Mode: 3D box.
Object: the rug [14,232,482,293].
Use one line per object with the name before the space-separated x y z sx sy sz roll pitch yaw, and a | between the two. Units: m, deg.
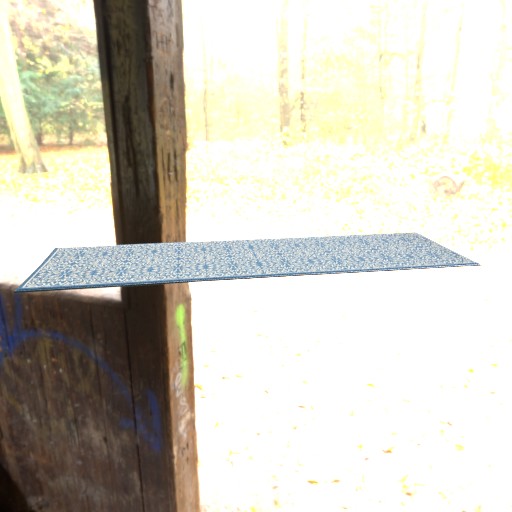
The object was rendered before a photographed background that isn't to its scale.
rug | 0.000 0.000 2.361 2.196 0.011 0.662 -3 18 -9
